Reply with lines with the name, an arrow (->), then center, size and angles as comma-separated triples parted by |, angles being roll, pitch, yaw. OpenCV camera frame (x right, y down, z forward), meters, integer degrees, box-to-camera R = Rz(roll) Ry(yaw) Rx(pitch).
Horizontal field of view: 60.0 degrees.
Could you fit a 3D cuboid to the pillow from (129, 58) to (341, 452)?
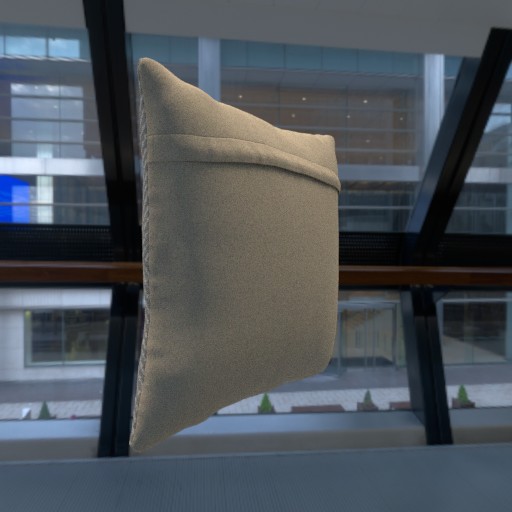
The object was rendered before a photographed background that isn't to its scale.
pillow -> 0.000, 0.000, 0.688 | 0.181, 0.458, 0.459 | 1, 1, 37
